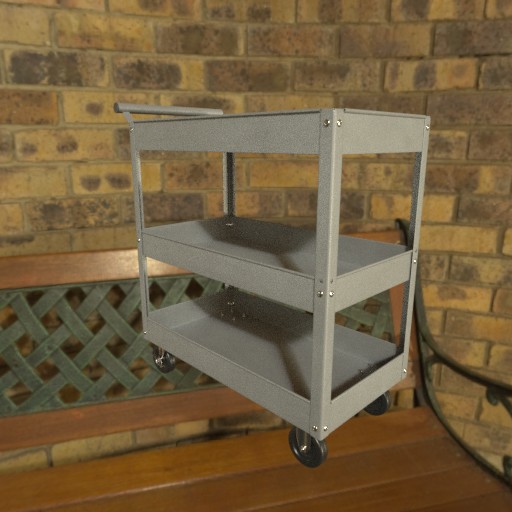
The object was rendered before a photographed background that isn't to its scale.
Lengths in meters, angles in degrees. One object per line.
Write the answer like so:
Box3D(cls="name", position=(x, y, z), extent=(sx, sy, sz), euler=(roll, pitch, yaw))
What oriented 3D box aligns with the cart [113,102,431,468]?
Box3D(cls="cart", position=(0.000, 0.000, 1.159), extent=(0.366, 0.780, 0.719), euler=(-14, 20, -43))
